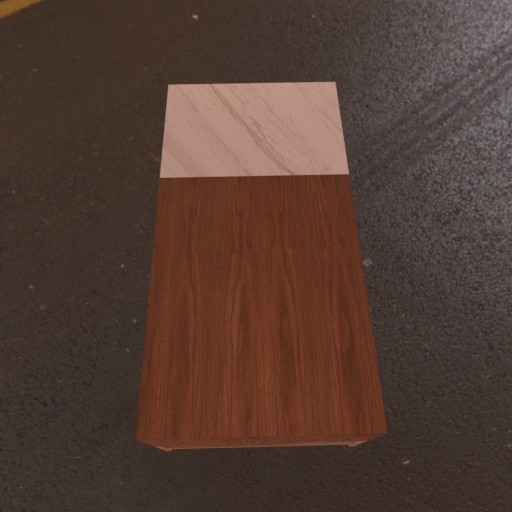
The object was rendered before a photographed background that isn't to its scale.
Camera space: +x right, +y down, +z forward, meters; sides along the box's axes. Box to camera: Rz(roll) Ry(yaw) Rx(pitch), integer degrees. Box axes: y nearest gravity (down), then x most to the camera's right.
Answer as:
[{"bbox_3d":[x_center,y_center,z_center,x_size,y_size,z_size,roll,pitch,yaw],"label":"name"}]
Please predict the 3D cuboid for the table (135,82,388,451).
[{"bbox_3d":[0.000,0.000,1.986,0.789,0.551,1.553,-1,63,-1],"label":"table"}]
